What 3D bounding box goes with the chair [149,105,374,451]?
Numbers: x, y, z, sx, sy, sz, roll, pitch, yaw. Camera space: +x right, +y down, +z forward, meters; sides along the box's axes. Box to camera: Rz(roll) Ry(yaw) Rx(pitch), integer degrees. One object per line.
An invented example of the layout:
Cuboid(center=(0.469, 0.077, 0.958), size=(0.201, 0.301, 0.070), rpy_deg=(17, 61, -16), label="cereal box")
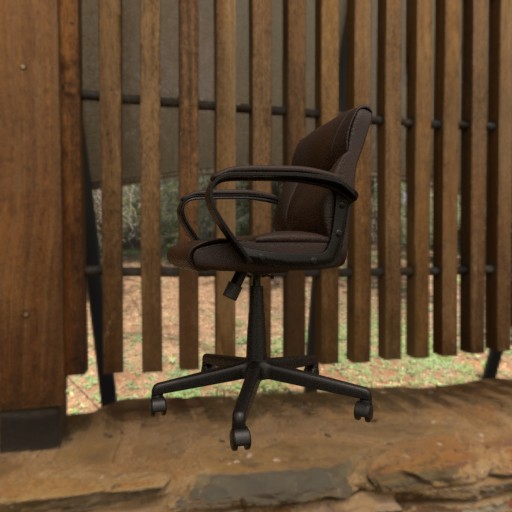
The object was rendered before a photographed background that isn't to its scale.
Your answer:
Cuboid(center=(0.000, 0.000, 1.520), size=(0.717, 1.004, 0.739), rpy_deg=(0, 1, -18), label="chair")
